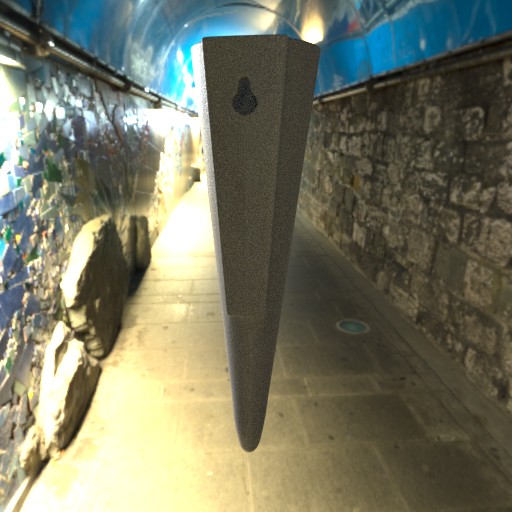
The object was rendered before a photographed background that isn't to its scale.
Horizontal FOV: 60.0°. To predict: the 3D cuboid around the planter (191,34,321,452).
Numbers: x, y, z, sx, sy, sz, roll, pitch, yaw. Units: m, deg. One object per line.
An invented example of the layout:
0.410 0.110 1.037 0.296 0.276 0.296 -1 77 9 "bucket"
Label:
0.000 0.000 0.224 0.057 0.191 0.064 2 16 8 "planter"
